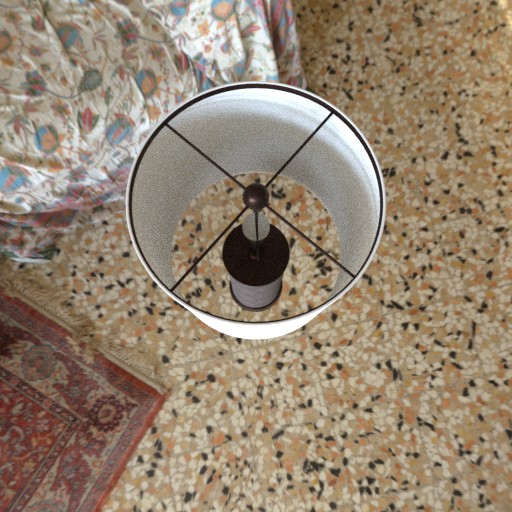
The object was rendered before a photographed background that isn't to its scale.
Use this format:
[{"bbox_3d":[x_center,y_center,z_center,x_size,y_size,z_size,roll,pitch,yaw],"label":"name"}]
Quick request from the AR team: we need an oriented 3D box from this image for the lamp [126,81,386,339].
[{"bbox_3d":[0.000,0.000,0.805,0.301,0.630,0.301,-4,77,-1],"label":"lamp"}]
